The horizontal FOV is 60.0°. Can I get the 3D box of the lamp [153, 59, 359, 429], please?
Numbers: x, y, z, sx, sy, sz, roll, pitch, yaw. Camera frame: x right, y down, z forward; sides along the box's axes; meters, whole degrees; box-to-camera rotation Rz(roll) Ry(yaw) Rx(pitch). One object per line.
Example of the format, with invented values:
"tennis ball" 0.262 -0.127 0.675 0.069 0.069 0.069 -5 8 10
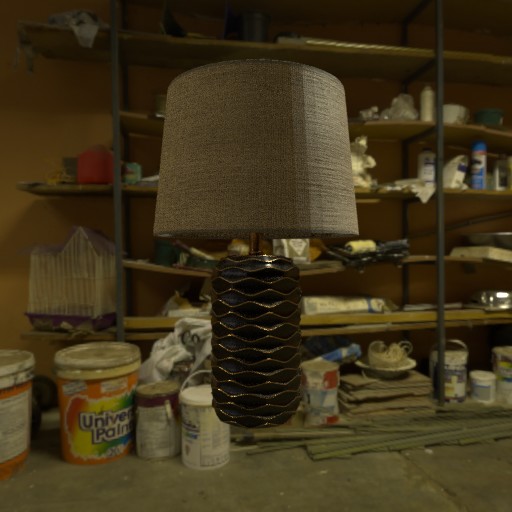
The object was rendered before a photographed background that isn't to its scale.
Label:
"lamp" 0.000 0.000 0.831 0.376 0.594 0.376 0 1 0
